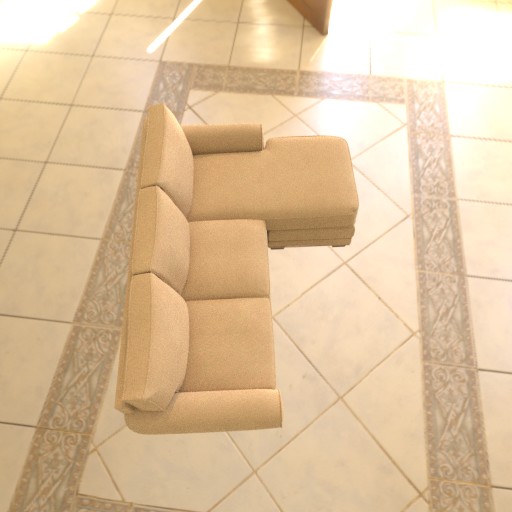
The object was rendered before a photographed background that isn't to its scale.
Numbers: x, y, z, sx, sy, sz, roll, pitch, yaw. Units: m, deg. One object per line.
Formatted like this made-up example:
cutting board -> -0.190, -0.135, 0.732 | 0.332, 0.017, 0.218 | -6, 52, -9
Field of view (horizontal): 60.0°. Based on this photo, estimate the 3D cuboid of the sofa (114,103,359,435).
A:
sofa -> 0.000, 0.000, 2.391 | 1.226, 0.734, 1.770 | -2, 62, -1
